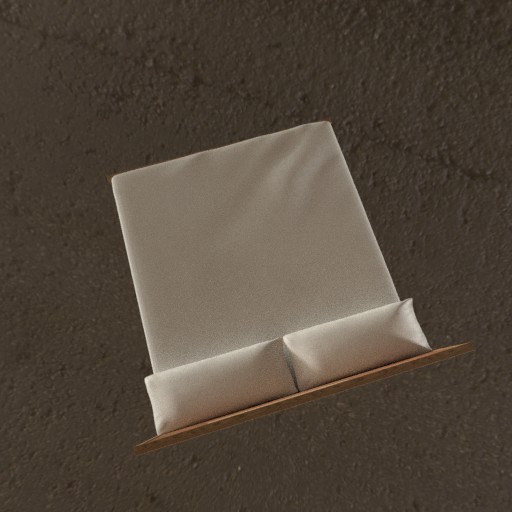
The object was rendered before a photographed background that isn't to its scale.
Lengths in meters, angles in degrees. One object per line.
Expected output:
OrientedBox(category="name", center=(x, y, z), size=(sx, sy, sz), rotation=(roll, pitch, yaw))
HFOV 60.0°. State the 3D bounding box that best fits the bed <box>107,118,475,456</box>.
OrientedBox(category="bed", center=(0.000, 0.000, 3.415), size=(2.013, 1.295, 2.184), rotation=(-16, 74, -5))
